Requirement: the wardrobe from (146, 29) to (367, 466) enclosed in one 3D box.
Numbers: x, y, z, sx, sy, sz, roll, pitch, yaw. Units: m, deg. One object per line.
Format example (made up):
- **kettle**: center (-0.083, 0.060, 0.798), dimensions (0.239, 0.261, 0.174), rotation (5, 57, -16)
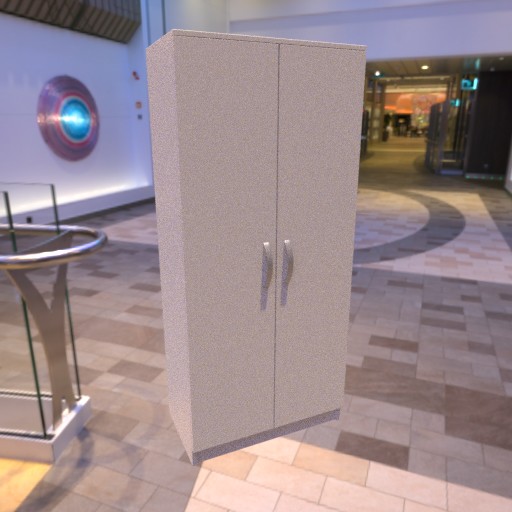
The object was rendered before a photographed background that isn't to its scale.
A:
- **wardrobe**: center (0.000, 0.000, 1.969), dimensions (0.760, 1.700, 0.470), rotation (-7, 18, -24)
